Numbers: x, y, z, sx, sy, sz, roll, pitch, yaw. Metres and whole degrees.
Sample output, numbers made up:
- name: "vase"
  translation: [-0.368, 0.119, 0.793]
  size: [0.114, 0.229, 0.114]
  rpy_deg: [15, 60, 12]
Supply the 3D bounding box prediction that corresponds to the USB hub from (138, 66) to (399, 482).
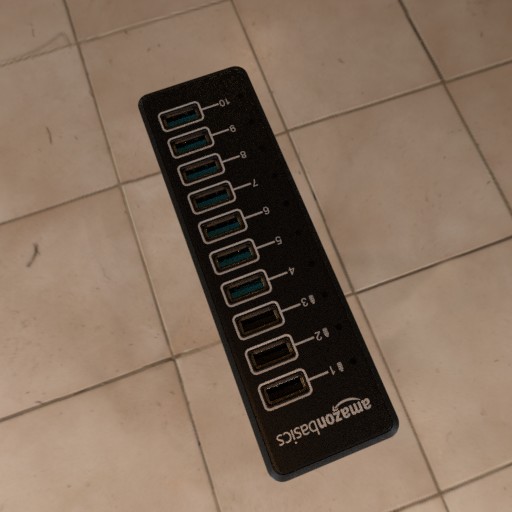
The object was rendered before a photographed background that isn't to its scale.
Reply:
- name: "USB hub"
  translation: [0.000, 0.000, 0.164]
  size: [0.044, 0.023, 0.145]
  rpy_deg: [-20, 76, -5]
